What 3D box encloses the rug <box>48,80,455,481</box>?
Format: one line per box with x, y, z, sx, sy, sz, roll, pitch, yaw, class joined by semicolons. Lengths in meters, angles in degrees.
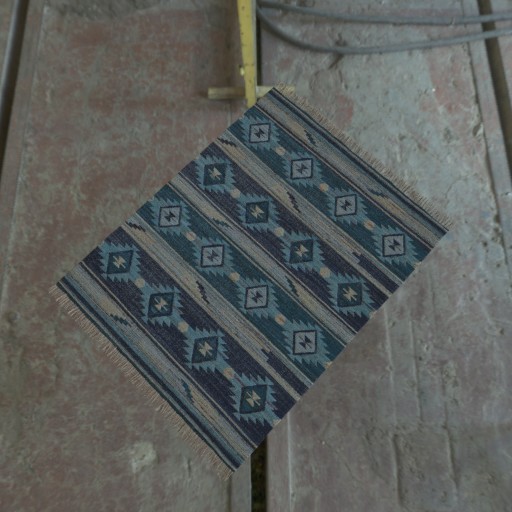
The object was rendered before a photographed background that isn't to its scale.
0.000;0.000;4.338;2.418;0.047;3.307;43;78;11;rug
